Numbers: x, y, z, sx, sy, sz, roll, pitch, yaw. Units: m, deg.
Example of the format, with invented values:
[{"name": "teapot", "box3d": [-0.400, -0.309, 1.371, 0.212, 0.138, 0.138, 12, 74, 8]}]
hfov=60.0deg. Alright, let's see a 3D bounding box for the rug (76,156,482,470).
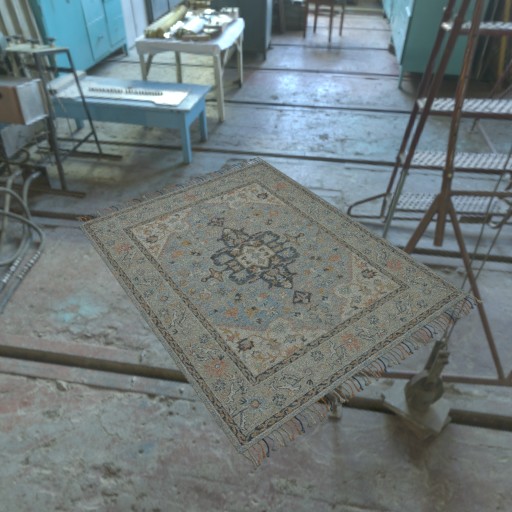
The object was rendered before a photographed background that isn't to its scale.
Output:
[{"name": "rug", "box3d": [0.000, 0.000, 4.168, 2.379, 0.011, 3.221, -25, 46, -27]}]
